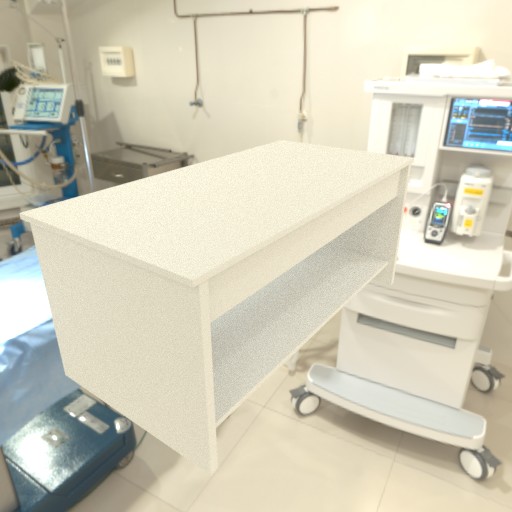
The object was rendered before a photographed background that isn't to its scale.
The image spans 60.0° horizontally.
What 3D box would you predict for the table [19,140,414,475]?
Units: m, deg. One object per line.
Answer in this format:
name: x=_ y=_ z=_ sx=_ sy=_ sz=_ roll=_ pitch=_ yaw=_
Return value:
table: x=0.000 y=0.000 z=1.255 sx=0.500 sy=0.441 sz=1.000 roll=17 pitch=30 yaw=32
